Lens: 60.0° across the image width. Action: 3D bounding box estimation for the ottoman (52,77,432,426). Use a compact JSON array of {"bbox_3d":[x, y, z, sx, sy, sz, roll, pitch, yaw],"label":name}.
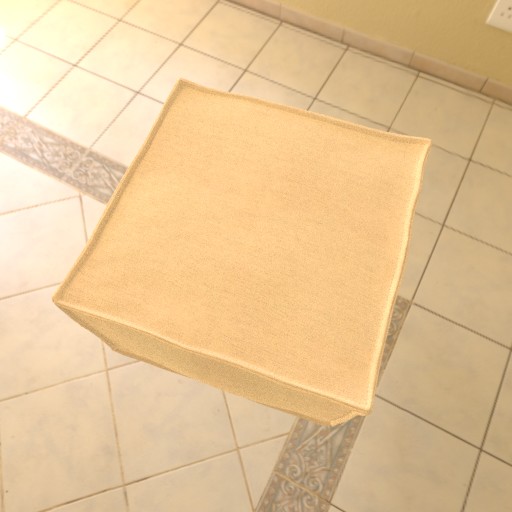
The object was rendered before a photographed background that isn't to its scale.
[{"bbox_3d":[0.000,0.000,1.179,0.707,0.470,0.696,17,67,8],"label":"ottoman"}]
